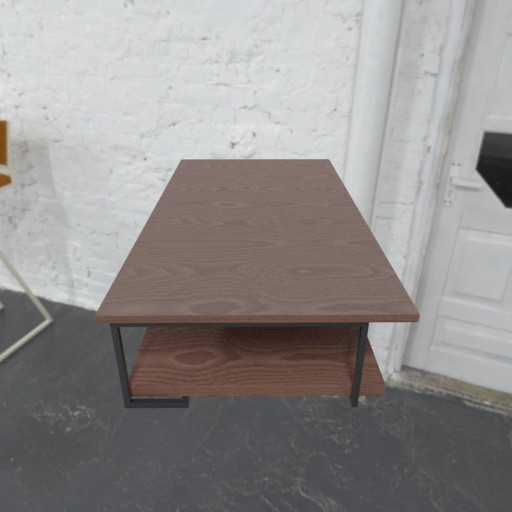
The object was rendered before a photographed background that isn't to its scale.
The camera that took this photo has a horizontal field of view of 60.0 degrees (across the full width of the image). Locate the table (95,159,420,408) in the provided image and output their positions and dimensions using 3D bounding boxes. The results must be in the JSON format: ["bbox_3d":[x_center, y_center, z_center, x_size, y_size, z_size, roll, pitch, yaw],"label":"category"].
[{"bbox_3d":[0.000,0.000,1.497,0.651,0.347,1.197,0,27,0],"label":"table"}]
